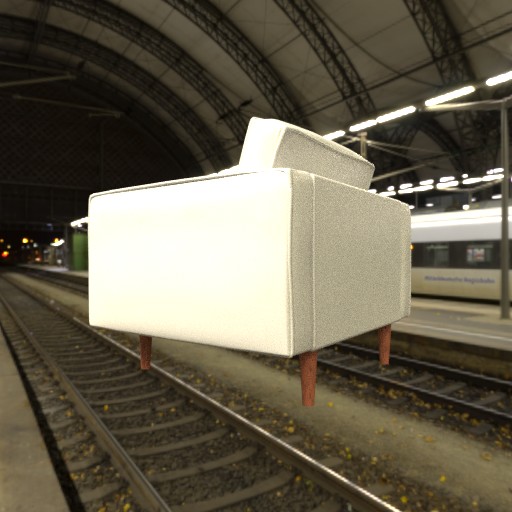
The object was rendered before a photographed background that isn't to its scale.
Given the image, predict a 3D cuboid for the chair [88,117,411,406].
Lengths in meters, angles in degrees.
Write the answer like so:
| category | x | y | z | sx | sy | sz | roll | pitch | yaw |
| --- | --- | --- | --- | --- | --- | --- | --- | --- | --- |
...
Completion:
| category | x | y | z | sx | sy | sz | roll | pitch | yaw |
| --- | --- | --- | --- | --- | --- | --- | --- | --- | --- |
| chair | 0.000 | 0.000 | 1.592 | 0.843 | 0.773 | 0.928 | 0 | 0 | 36 |
